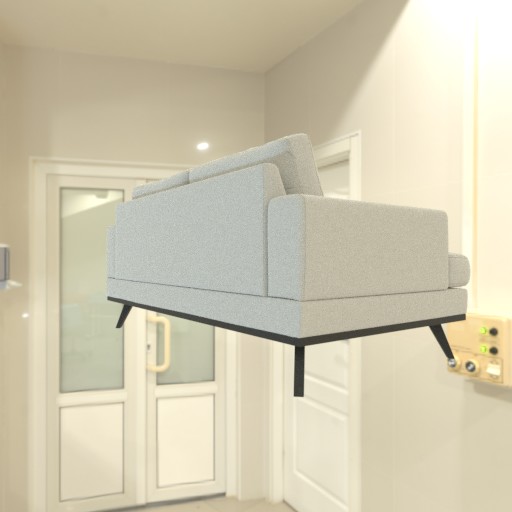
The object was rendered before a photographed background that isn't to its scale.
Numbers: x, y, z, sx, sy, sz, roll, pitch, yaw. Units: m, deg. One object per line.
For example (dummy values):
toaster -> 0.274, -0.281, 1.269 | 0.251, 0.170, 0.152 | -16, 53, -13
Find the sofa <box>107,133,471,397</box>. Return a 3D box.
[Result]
sofa -> 0.000, 0.000, 2.133 | 0.920, 0.810, 1.650 | 0, 0, -36
